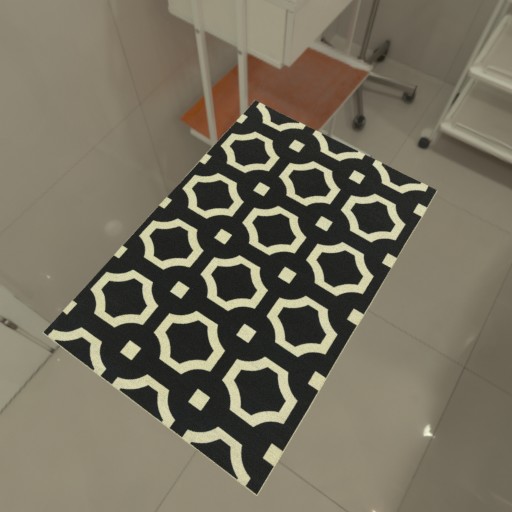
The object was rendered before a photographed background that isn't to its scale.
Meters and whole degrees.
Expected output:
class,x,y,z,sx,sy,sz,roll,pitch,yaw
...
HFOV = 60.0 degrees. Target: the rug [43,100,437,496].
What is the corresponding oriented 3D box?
class,x,y,z,sx,sy,sz,roll,pitch,yaw
rug,0.000,0.000,2.894,1.555,0.016,2.286,31,67,14
